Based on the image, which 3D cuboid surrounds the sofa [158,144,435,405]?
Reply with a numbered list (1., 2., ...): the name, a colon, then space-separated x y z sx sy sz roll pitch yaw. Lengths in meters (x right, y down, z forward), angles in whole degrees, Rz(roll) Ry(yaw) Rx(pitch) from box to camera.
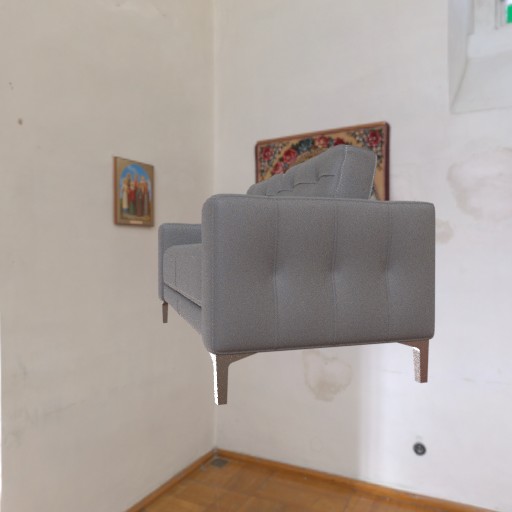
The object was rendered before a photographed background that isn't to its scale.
1. sofa: 0.000 0.000 2.252 0.833 0.892 1.726 0 1 -18
